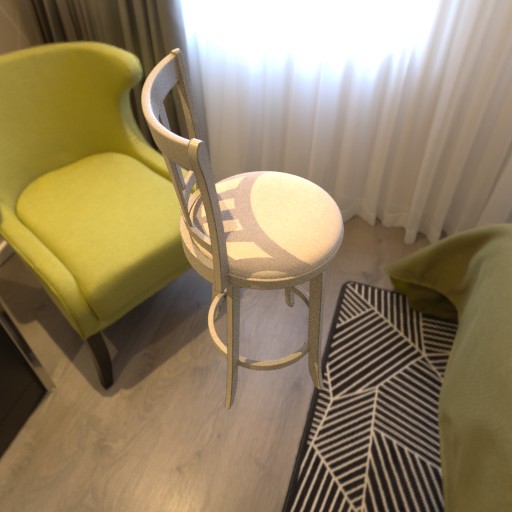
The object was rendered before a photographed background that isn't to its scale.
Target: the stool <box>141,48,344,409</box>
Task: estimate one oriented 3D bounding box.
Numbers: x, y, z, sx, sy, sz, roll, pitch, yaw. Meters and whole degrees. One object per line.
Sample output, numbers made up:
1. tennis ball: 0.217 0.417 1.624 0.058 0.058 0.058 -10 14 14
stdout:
1. stool: 0.000 0.000 1.293 0.475 1.042 0.436 -9 47 -9
